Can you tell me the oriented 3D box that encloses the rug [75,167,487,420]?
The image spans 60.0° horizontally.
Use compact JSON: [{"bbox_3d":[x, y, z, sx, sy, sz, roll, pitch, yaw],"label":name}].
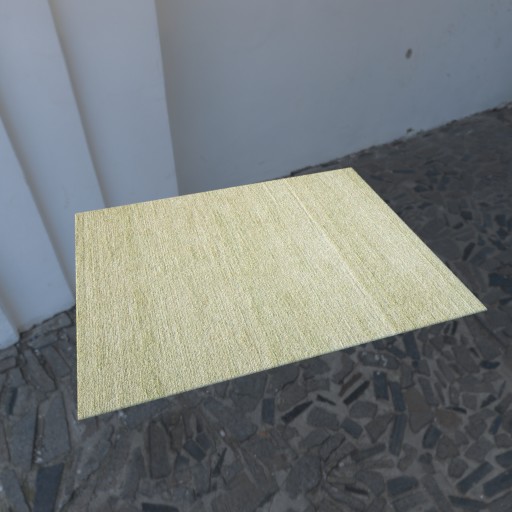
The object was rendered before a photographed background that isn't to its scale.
[{"bbox_3d":[0.000,0.000,4.127,3.198,0.016,2.425,-12,42,-13],"label":"rug"}]
